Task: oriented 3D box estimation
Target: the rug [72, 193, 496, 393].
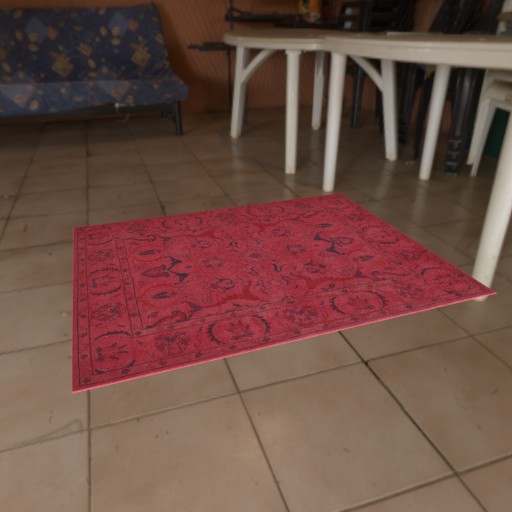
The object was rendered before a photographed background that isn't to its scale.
[{"bbox_3d":[0.000,0.000,3.771,2.929,0.012,2.300,-10,29,-18],"label":"rug"}]
